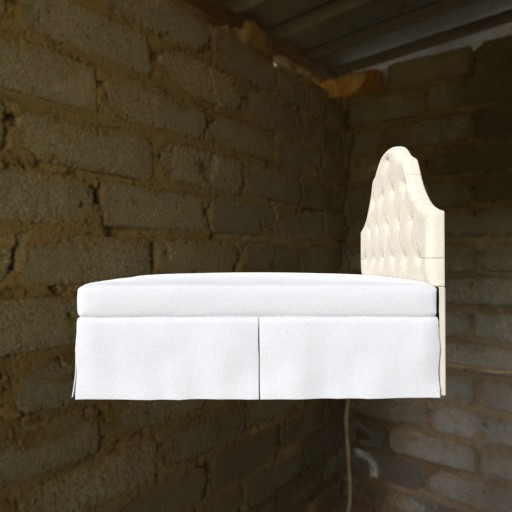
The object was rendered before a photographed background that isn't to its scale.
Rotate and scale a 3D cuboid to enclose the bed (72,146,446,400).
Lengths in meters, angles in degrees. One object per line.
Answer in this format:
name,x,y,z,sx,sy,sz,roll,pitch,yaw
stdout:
bed,0.000,0.000,3.220,2.092,1.575,1.627,0,-1,-1
